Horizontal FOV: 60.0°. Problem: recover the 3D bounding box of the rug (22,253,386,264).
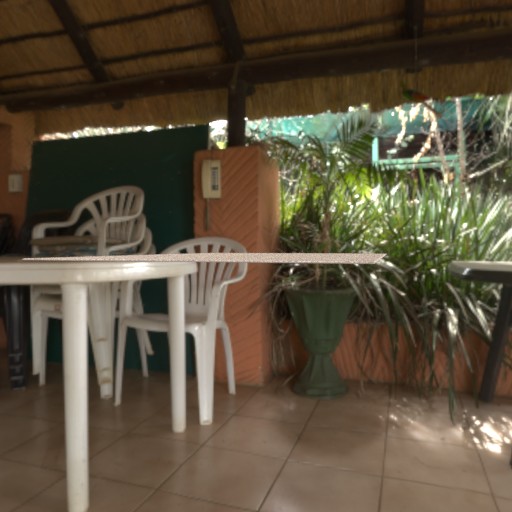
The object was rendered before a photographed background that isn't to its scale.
[{"bbox_3d":[0.000,0.000,2.894,1.593,0.008,2.238,0,1,17],"label":"rug"}]
